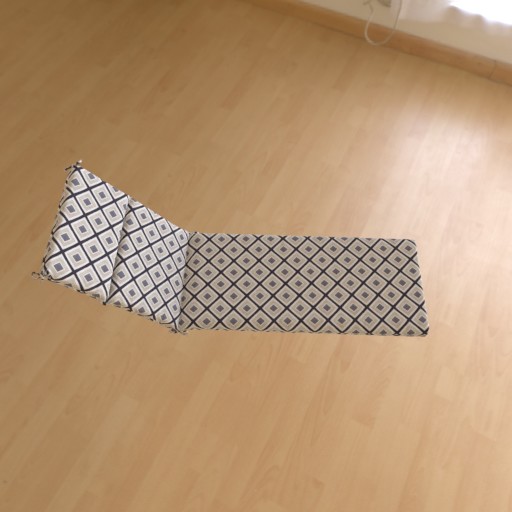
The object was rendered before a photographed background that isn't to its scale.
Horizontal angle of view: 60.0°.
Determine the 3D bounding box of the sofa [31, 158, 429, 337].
[{"bbox_3d":[0.000,0.000,2.002,1.663,0.622,0.582,2,62,1],"label":"sofa"}]
